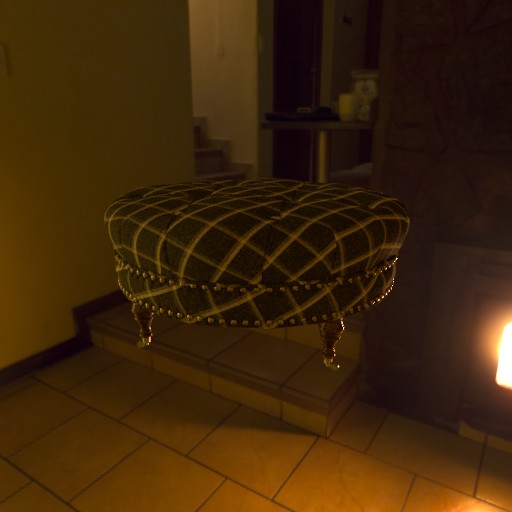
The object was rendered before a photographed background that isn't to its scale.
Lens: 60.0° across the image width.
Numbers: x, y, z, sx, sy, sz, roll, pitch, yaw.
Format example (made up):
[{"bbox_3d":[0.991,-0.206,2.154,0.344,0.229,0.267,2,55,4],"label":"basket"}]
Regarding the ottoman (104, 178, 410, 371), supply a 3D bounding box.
[{"bbox_3d":[0.000,0.000,1.411,0.901,0.439,0.901,0,17,0],"label":"ottoman"}]
